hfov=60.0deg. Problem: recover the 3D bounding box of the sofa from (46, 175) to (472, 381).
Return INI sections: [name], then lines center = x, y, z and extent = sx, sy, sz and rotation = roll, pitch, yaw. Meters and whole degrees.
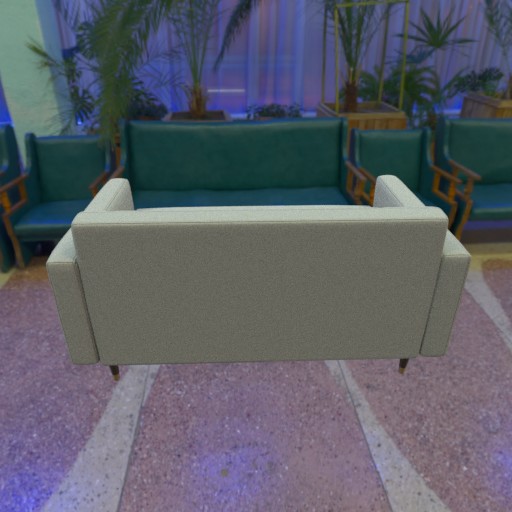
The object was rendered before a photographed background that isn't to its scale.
[sofa]
center = 0.000, 0.000, 2.142
extent = 1.585, 0.801, 0.950
rotation = -1, 29, -2
